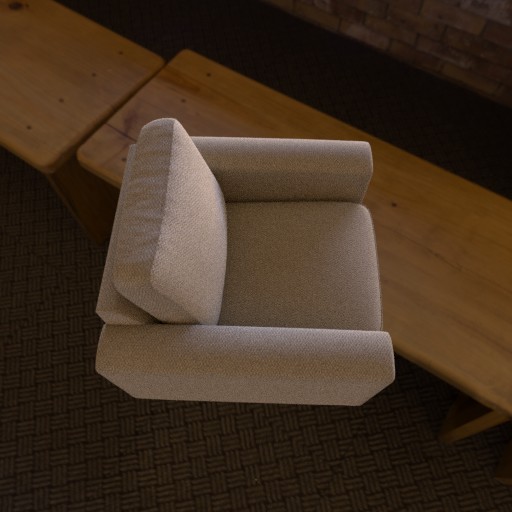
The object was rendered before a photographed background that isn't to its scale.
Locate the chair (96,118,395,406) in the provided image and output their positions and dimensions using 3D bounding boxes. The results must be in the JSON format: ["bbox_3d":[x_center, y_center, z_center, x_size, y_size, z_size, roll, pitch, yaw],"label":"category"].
[{"bbox_3d":[0.000,0.000,1.761,1.016,0.873,1.005,2,63,1],"label":"chair"}]
